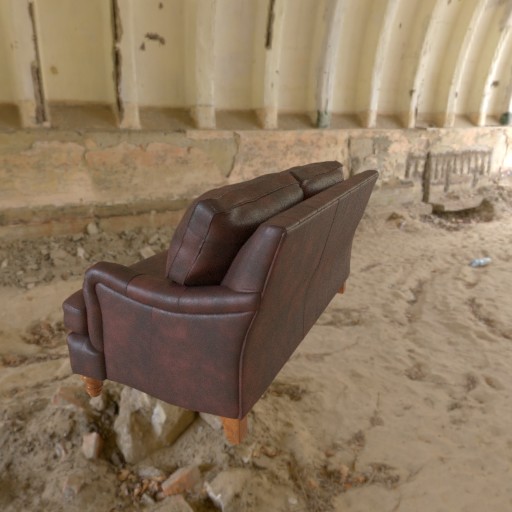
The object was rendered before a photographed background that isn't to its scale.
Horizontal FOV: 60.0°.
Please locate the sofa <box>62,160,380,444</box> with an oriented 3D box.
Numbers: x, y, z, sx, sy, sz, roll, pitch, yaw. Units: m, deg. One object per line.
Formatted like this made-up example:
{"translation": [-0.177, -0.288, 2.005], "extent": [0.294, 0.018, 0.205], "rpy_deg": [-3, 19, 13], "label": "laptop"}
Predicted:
{"translation": [0.000, 0.000, 2.796], "extent": [1.147, 1.071, 2.144], "rpy_deg": [7, 19, 23], "label": "sofa"}
